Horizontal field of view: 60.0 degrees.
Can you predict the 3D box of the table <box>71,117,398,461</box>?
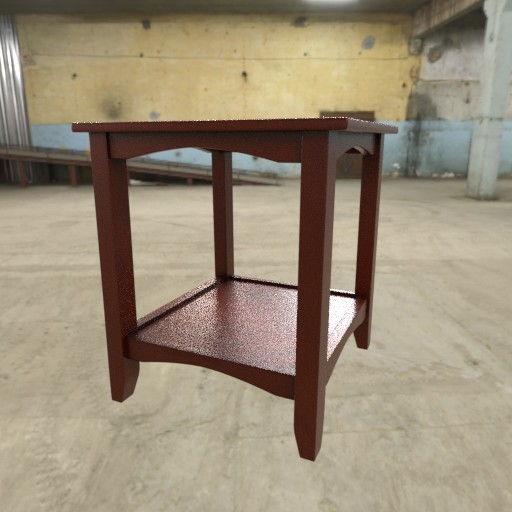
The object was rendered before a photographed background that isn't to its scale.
[{"bbox_3d":[0.000,0.000,0.984,0.522,0.558,0.523,7,16,26],"label":"table"}]
